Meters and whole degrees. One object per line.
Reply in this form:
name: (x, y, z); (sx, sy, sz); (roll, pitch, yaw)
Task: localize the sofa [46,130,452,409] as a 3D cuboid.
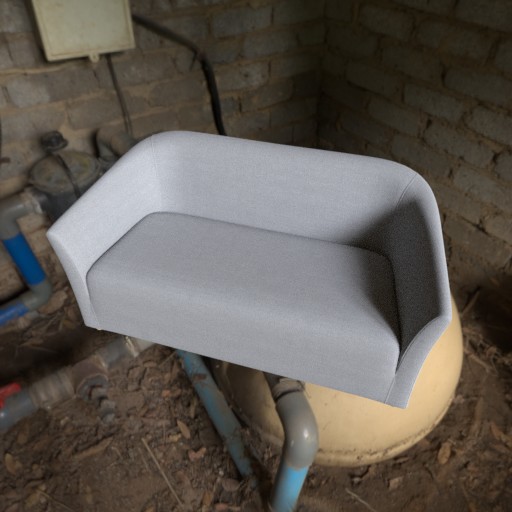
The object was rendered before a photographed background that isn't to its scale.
sofa: (0.000, 0.000, 1.885); (1.452, 0.721, 0.705); (11, 42, 13)
